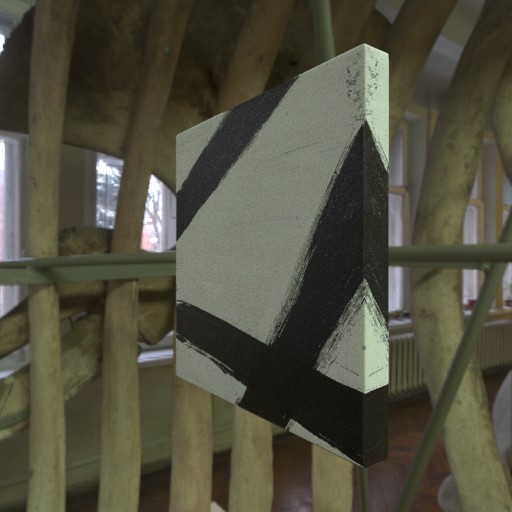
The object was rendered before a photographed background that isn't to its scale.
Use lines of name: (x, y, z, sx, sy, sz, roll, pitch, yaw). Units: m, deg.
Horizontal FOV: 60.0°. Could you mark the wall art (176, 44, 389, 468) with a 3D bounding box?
wall art: (0.000, 0.000, 0.745, 0.050, 0.508, 0.507, 0, 0, -36)
